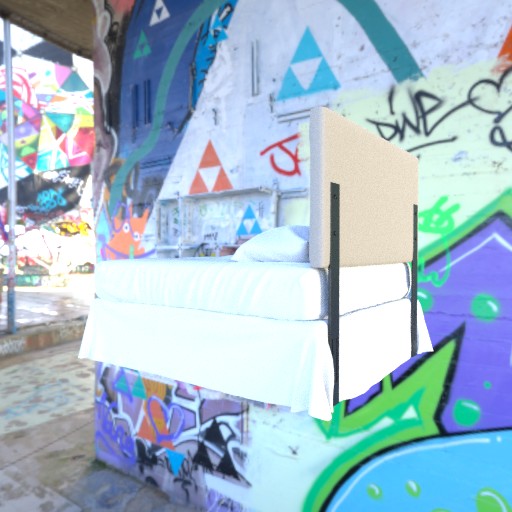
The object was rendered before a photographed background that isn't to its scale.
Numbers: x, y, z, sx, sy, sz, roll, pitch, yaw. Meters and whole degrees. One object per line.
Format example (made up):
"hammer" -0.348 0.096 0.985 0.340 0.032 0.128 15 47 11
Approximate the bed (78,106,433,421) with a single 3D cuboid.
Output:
"bed" 0.000 0.000 3.517 2.222 1.577 1.936 1 1 37
